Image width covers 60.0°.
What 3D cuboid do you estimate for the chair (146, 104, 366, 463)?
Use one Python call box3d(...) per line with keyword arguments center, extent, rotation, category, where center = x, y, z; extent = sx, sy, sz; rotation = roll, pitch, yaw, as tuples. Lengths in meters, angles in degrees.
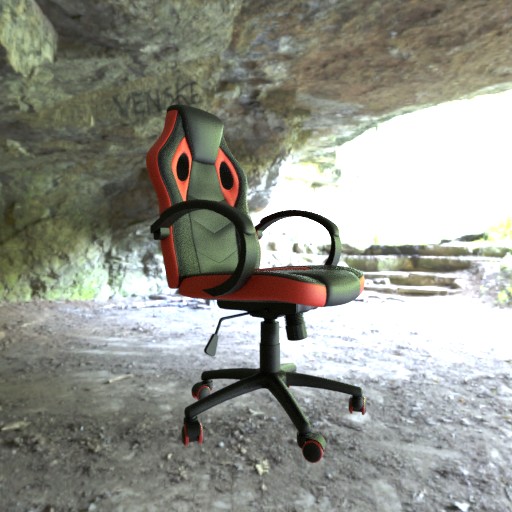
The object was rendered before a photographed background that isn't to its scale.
box3d(center=(0.000, 0.000, 1.397), extent=(0.642, 1.016, 0.600), rotation=(2, 3, 37), category="chair")
